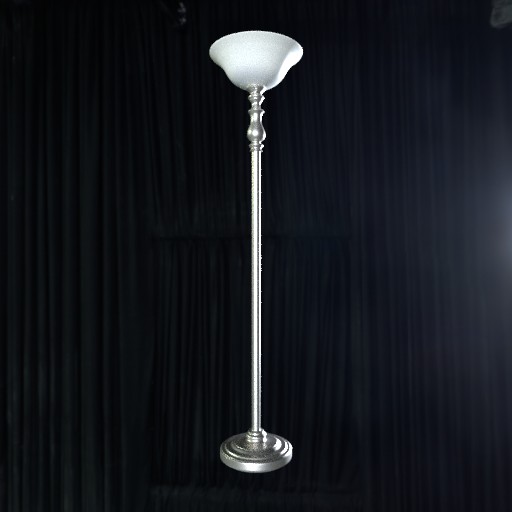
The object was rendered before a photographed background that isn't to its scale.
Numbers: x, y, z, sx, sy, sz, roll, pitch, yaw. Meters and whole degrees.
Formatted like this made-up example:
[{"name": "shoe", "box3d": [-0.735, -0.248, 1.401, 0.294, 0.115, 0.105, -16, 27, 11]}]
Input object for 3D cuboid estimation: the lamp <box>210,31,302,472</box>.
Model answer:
[{"name": "lamp", "box3d": [0.000, 0.000, 1.948, 0.405, 1.771, 0.405, 0, 0, -1]}]
